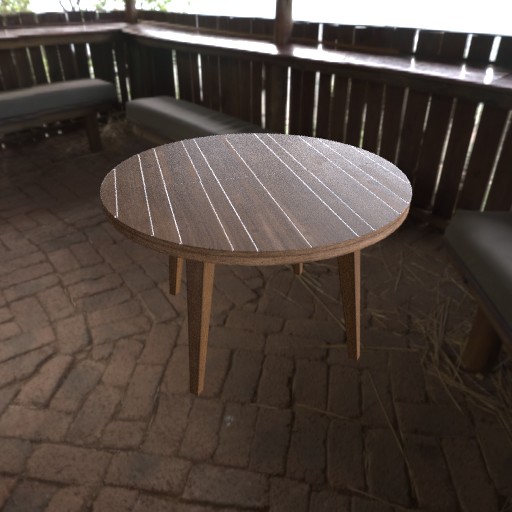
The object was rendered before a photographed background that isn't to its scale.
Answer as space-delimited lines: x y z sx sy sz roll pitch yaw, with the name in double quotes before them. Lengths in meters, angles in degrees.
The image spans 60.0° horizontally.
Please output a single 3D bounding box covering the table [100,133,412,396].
"table" 0.000 0.000 1.999 1.213 0.764 1.213 0 31 0
